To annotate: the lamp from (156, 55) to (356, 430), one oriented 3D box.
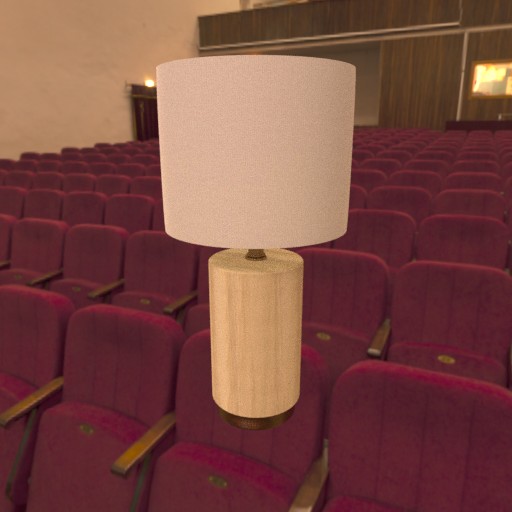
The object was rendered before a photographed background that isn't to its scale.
[{"bbox_3d":[0.000,0.000,0.573,0.228,0.444,0.228,8,18,25],"label":"lamp"}]
